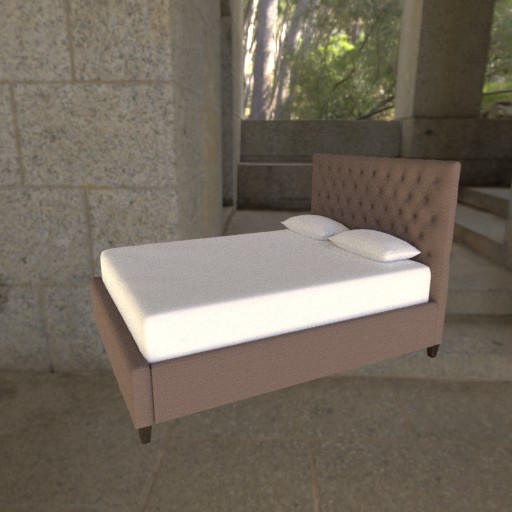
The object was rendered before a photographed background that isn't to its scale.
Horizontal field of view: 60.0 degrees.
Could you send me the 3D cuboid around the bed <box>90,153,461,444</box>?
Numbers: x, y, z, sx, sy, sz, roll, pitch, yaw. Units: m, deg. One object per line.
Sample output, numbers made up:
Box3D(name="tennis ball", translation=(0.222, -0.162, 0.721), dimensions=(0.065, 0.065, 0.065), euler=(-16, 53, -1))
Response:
Box3D(name="bed", translation=(0.000, 0.000, 3.341), dimensions=(2.233, 1.426, 1.696), euler=(-7, 17, -26))
